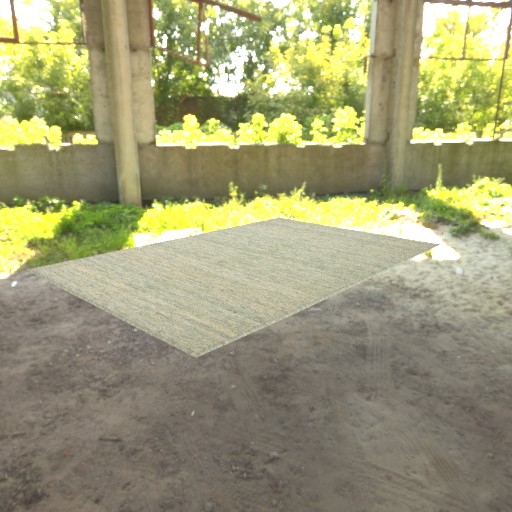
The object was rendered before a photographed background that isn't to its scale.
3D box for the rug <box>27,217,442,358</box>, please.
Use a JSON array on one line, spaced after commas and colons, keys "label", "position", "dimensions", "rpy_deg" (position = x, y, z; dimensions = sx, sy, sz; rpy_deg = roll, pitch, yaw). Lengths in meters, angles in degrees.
[{"label": "rug", "position": [0.000, 0.000, 2.350], "dimensions": [1.250, 0.015, 1.850], "rpy_deg": [14, 21, 41]}]
